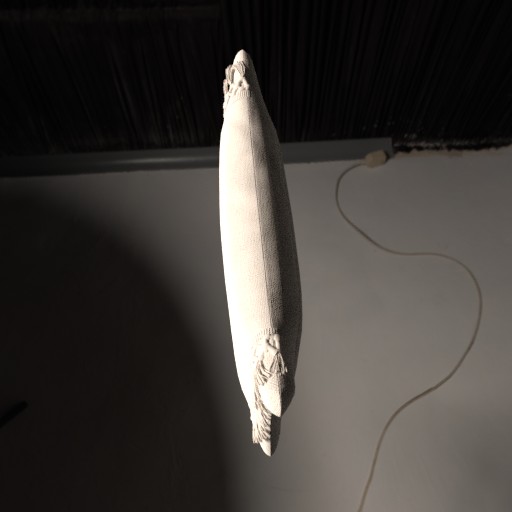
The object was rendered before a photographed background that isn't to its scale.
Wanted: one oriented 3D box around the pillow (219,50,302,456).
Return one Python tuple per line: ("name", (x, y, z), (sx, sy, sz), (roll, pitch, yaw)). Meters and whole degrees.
("pillow", (0.000, 0.000, 0.592), (0.084, 0.305, 0.466), (-4, 59, -2))
